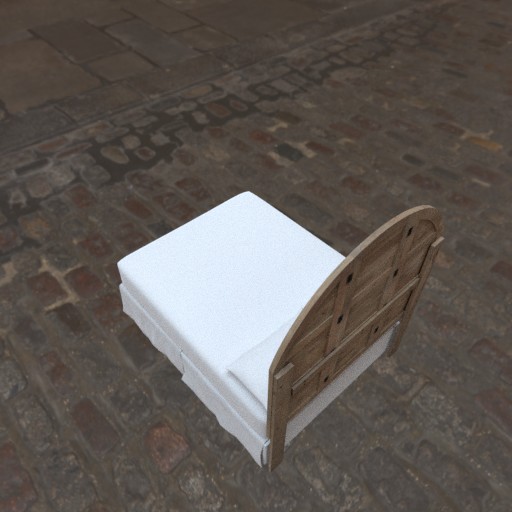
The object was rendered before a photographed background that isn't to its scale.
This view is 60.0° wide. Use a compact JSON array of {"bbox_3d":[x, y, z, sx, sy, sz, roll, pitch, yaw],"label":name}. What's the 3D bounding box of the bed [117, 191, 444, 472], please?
[{"bbox_3d":[0.000,0.000,3.547,1.713,2.002,2.112,-33,54,-28],"label":"bed"}]
